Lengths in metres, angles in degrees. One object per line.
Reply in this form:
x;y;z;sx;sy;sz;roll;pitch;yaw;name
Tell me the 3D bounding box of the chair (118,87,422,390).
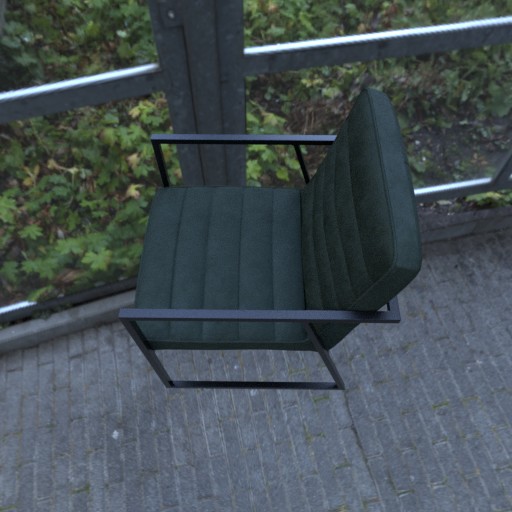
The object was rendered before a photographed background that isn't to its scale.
0.000;0.000;1.308;0.677;0.833;0.571;1;59;0;chair
